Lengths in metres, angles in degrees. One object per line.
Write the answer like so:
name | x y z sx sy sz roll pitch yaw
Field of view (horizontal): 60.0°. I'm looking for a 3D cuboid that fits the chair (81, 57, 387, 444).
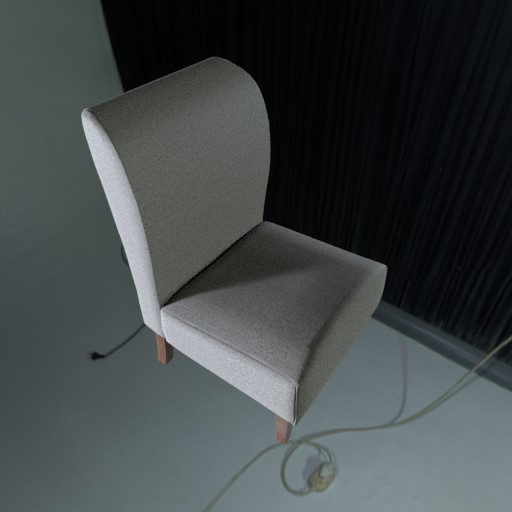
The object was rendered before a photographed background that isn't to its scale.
chair | 0.000 0.000 1.171 0.592 0.804 0.513 24 46 25
